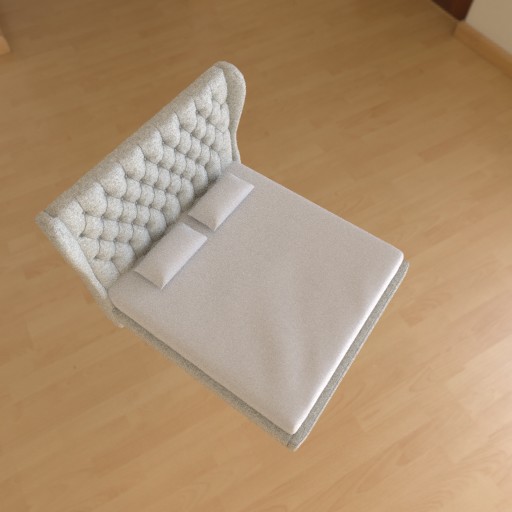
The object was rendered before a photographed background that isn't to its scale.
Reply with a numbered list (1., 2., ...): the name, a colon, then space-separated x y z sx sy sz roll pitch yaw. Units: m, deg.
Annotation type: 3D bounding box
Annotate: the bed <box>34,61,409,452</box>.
1. bed: 0.000 0.000 3.945 2.347 1.771 2.219 31 65 17
